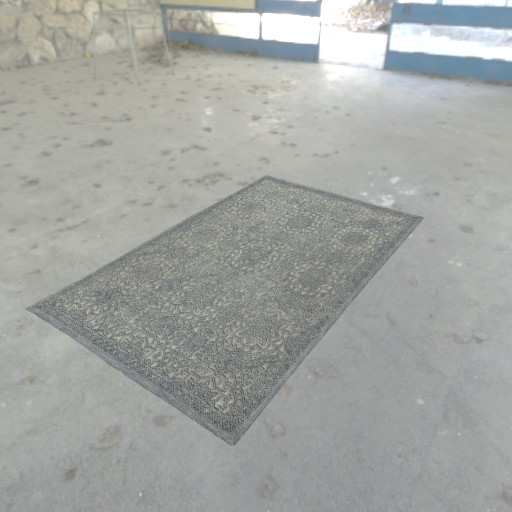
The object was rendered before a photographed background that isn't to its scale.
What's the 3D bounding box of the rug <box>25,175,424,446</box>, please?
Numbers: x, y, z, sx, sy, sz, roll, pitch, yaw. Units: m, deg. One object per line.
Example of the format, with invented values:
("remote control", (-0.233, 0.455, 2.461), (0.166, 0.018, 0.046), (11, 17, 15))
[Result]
("rug", (0.000, 0.000, 3.053), (1.535, 0.022, 2.498), (21, 38, 29))
